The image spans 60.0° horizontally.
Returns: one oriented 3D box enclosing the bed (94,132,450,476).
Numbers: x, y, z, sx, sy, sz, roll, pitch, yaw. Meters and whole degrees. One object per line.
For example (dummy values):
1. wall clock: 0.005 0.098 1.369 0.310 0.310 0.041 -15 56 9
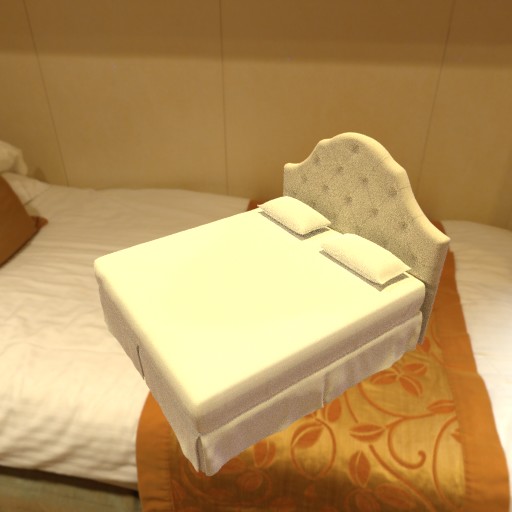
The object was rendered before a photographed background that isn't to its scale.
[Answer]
1. bed: 0.000 0.000 3.614 2.214 1.615 2.008 -20 37 -29
